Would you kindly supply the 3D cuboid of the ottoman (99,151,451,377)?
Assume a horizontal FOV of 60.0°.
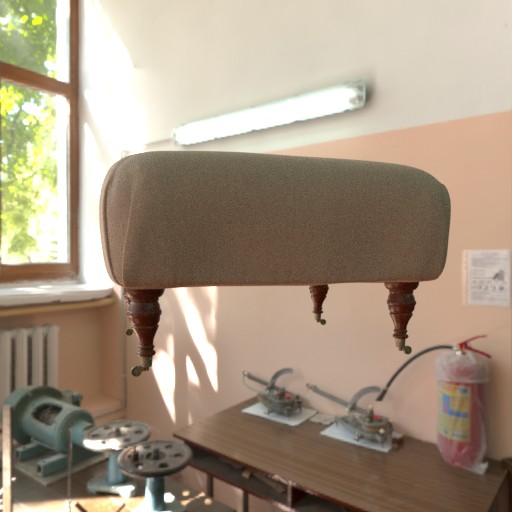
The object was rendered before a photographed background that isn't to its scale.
[{"bbox_3d":[0.000,0.000,1.135,0.746,0.450,0.639,0,0,-18],"label":"ottoman"}]
